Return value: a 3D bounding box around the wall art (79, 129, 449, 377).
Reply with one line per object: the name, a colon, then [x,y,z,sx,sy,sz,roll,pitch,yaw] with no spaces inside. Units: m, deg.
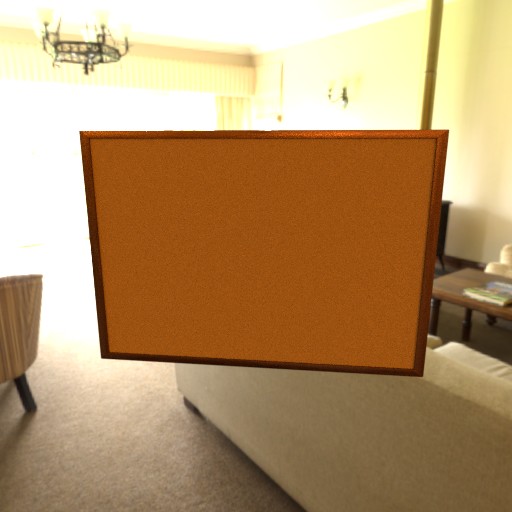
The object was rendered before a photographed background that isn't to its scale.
wall art: [0.000,0.000,0.557,0.431,0.304,0.012,2,15,6]
